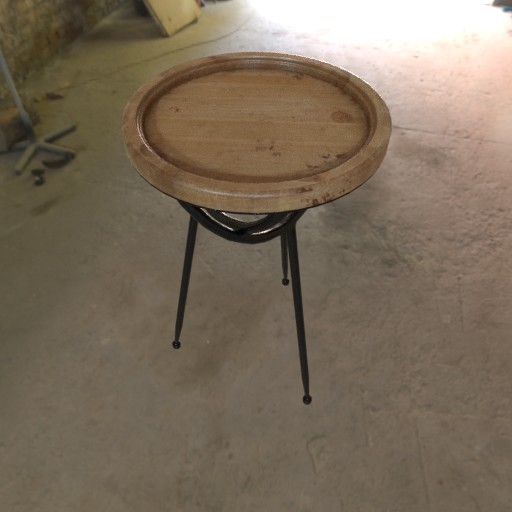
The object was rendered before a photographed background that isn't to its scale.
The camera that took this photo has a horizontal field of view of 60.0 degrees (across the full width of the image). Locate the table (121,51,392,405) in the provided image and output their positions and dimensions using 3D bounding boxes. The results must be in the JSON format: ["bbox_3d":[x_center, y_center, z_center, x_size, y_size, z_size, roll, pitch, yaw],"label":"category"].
[{"bbox_3d":[0.000,0.000,0.921,0.414,0.664,0.418,-17,50,-15],"label":"table"}]
